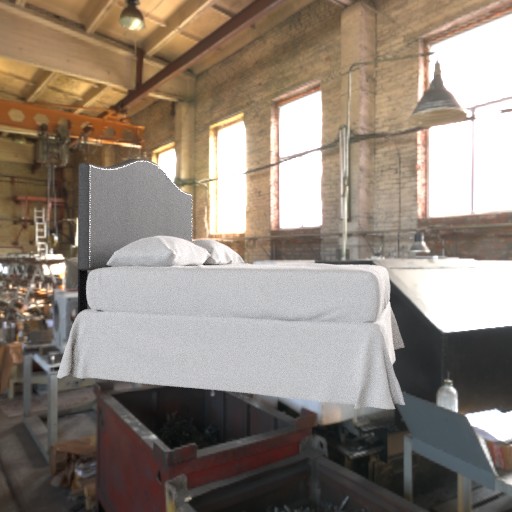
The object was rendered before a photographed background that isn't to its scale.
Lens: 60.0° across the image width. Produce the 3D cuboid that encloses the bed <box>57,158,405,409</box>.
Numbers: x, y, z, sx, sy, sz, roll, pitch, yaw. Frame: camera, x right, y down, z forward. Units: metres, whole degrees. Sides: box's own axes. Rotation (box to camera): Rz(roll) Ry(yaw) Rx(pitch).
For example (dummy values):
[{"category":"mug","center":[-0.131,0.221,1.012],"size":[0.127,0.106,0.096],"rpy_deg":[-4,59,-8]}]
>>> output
[{"category":"bed","center":[0.000,0.000,3.493],"size":[2.221,1.645,1.876],"rpy_deg":[0,0,18]}]
